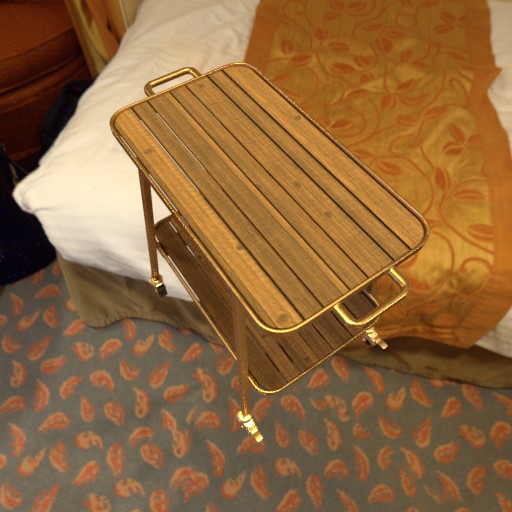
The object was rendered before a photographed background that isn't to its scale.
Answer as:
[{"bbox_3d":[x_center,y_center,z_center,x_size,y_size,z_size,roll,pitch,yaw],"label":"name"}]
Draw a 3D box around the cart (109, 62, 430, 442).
[{"bbox_3d":[0.000,0.000,1.249,0.524,0.700,0.806,-30,62,-18],"label":"cart"}]
